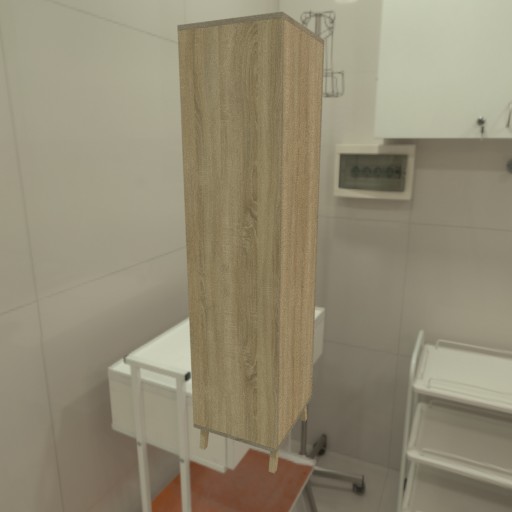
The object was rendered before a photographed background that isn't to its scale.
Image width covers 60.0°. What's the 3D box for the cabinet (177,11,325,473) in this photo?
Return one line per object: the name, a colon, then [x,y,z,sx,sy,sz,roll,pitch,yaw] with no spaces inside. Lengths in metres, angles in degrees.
cabinet: [0.000,0.000,2.134,0.450,1.960,0.510,7,16,24]
